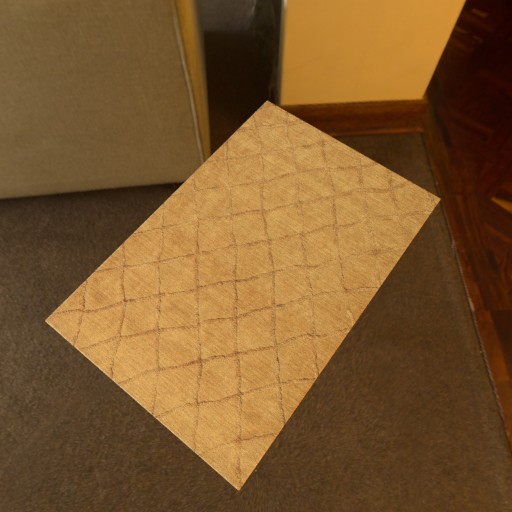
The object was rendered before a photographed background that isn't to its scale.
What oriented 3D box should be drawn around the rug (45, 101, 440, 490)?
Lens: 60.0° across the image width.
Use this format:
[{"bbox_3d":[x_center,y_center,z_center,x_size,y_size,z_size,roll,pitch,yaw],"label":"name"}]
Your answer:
[{"bbox_3d":[0.000,0.000,2.935,1.528,0.014,2.292,35,69,15],"label":"rug"}]
